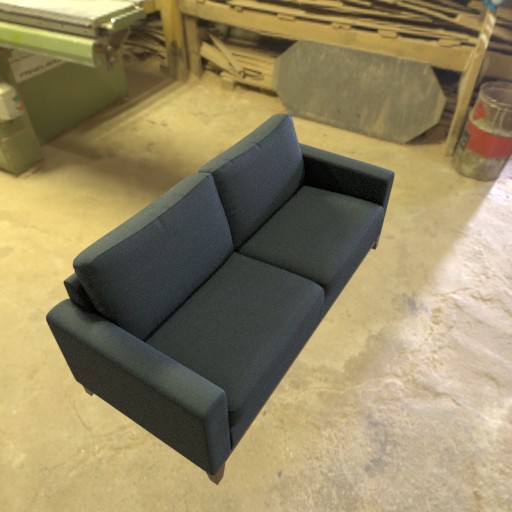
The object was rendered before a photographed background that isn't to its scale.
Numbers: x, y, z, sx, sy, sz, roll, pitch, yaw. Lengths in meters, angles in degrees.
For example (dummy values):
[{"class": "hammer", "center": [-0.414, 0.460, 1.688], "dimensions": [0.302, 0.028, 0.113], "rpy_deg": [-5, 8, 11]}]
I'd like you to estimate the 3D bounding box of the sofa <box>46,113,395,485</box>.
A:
[{"class": "sofa", "center": [0.000, 0.000, 2.363], "dimensions": [0.877, 0.865, 1.900], "rpy_deg": [23, 47, 24]}]
